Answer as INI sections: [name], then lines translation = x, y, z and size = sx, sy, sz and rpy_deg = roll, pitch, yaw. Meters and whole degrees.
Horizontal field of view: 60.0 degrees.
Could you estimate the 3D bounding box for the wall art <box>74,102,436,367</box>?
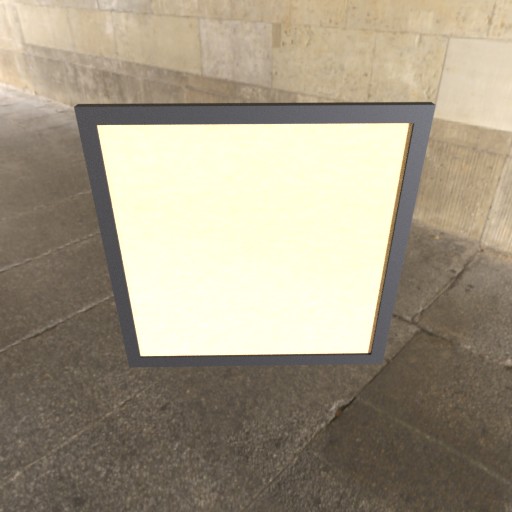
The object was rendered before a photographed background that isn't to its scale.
[wall art]
translation = 0.000, 0.000, 0.535
size = 0.356, 0.356, 0.013
rpy_deg = -1, 32, -1
